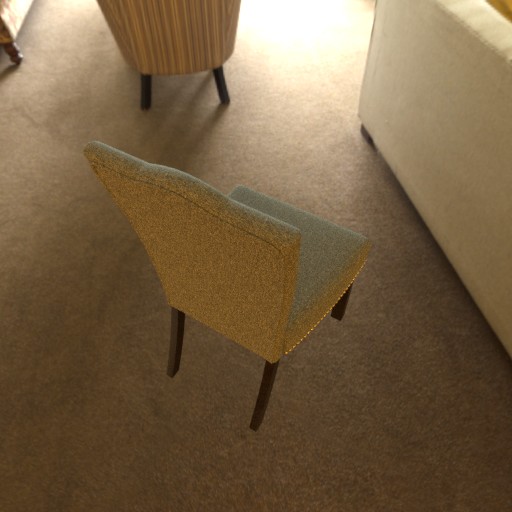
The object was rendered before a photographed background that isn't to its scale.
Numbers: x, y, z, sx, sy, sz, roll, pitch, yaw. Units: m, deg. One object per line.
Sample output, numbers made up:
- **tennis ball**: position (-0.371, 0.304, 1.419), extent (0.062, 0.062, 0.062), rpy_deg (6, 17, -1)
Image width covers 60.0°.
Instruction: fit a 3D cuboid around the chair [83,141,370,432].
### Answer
- **chair**: position (0.000, 0.000, 1.299), extent (0.518, 0.946, 0.589), rpy_deg (26, 54, 20)
